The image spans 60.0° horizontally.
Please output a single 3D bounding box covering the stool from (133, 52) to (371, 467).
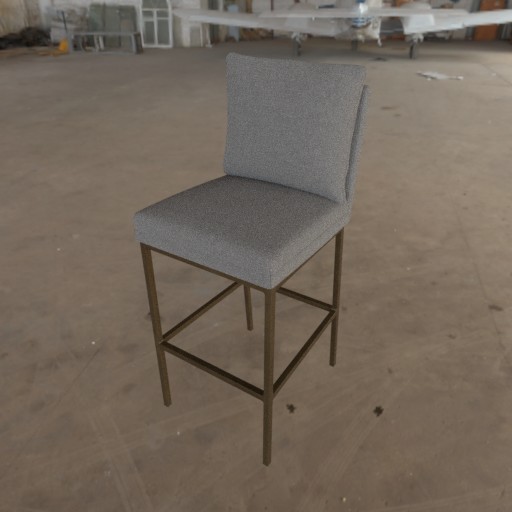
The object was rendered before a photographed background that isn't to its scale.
[{"bbox_3d":[0.000,0.000,1.408,0.463,1.132,0.569,18,35,28],"label":"stool"}]
